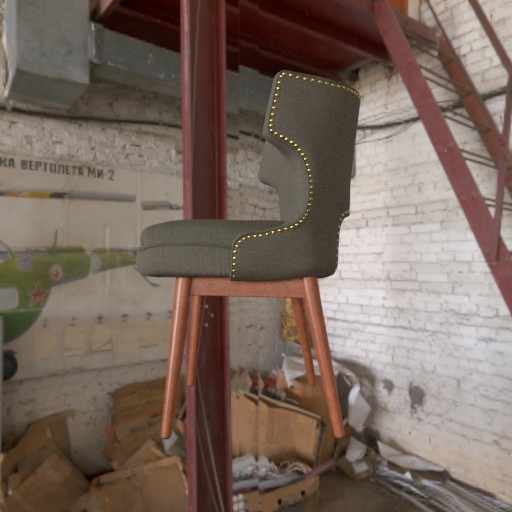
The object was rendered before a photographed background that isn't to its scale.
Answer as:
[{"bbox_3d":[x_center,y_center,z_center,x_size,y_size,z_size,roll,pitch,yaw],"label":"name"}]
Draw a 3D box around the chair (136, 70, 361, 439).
[{"bbox_3d":[0.000,0.000,1.266,0.581,0.863,0.595,0,-1,-1],"label":"chair"}]
